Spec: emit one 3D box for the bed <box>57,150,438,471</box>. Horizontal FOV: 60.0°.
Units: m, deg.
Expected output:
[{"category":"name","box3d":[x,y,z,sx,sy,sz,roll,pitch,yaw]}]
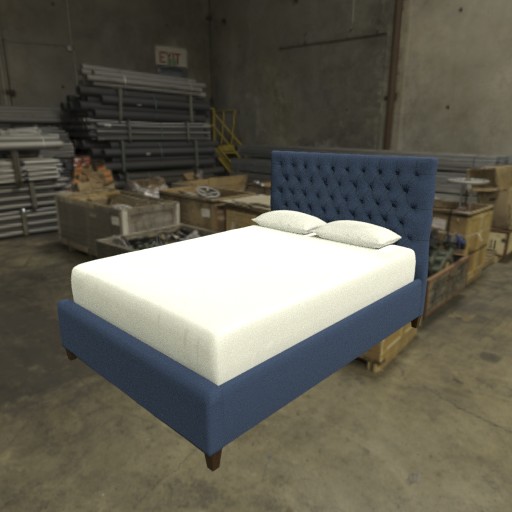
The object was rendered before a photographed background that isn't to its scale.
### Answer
[{"category":"bed","box3d":[0.000,0.000,3.352,1.706,1.427,2.387,15,22,42]}]
